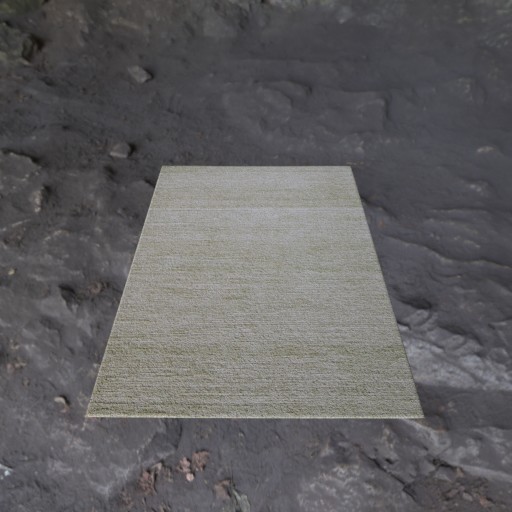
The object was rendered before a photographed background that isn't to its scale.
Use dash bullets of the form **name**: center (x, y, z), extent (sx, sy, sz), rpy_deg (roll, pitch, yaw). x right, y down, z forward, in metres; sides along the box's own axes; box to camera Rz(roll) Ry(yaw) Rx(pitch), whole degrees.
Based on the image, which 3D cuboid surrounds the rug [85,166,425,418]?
- **rug**: center (0.000, 0.000, 2.931), extent (1.606, 0.017, 2.270), rpy_deg (0, 42, 0)
